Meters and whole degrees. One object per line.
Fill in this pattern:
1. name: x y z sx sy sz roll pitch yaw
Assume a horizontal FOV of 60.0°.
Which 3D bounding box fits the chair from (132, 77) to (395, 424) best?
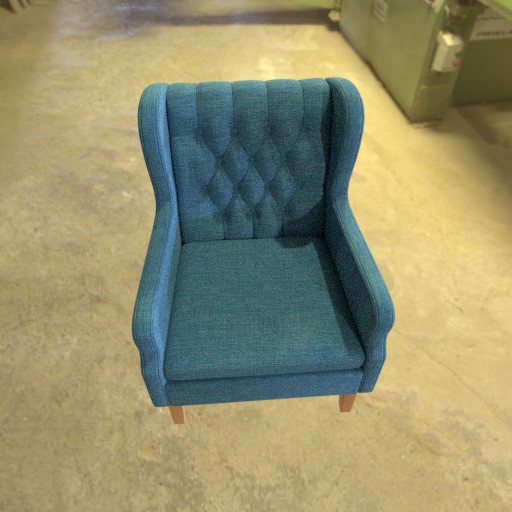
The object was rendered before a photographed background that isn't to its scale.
1. chair: 0.000 0.000 1.496 0.711 0.952 0.775 -3 46 -3
